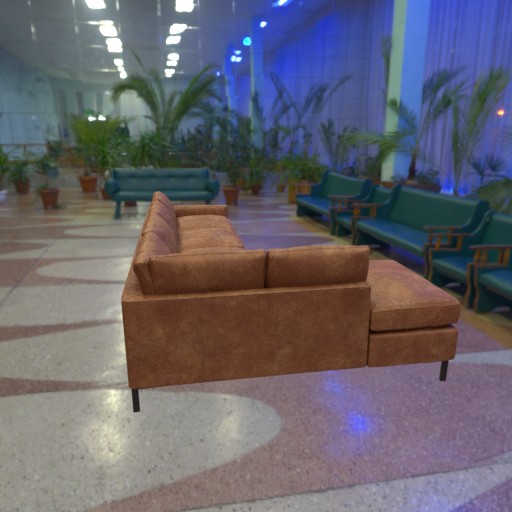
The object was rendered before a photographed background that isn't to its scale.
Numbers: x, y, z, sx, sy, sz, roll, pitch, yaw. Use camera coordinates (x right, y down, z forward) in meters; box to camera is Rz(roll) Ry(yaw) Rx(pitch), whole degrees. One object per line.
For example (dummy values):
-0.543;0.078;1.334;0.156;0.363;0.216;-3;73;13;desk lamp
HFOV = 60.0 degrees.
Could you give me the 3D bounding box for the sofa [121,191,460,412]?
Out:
0.000;0.000;3.840;1.938;0.877;2.984;-3;16;-10;sofa
